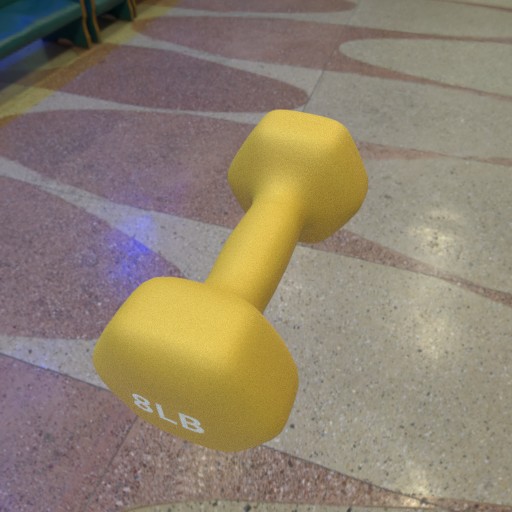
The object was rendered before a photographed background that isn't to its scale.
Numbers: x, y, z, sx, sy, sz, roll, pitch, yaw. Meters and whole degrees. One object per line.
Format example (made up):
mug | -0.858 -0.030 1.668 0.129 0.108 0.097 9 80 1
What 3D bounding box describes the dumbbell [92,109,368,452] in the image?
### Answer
dumbbell | 0.000 0.000 0.237 0.090 0.082 0.190 16 48 15
